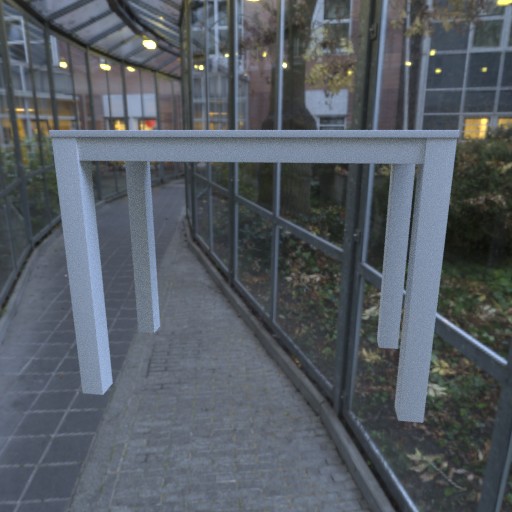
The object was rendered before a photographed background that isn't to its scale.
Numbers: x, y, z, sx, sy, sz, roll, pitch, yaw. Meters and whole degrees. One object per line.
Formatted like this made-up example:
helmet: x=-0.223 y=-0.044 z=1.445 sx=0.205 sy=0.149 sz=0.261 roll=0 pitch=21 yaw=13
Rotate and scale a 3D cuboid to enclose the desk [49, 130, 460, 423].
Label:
desk: x=0.000 y=0.000 z=1.398 sx=0.990 sy=0.762 sz=0.497 roll=2 pitch=16 yaw=8
